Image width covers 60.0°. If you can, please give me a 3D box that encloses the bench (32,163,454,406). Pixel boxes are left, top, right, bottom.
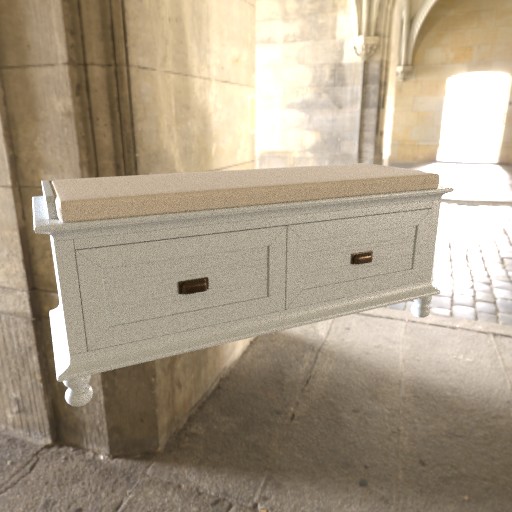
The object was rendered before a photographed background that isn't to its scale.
[{"bbox_3d":[0.000,0.000,1.363,1.185,0.486,0.402,-8,19,-25],"label":"bench"}]
